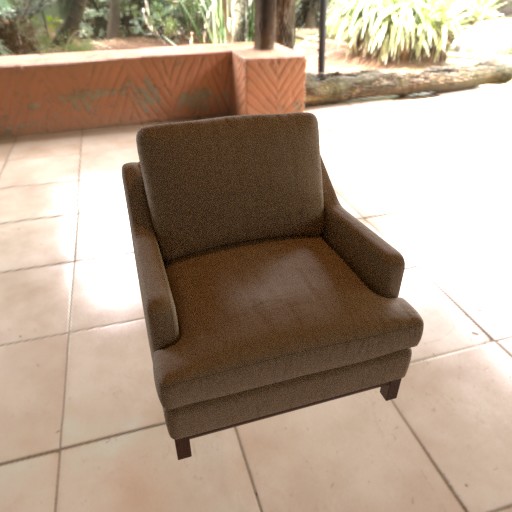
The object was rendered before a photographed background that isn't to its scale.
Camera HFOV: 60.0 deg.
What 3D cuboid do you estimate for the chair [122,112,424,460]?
[{"bbox_3d":[0.000,0.000,1.733,0.912,0.916,1.001,-10,34,-15],"label":"chair"}]
